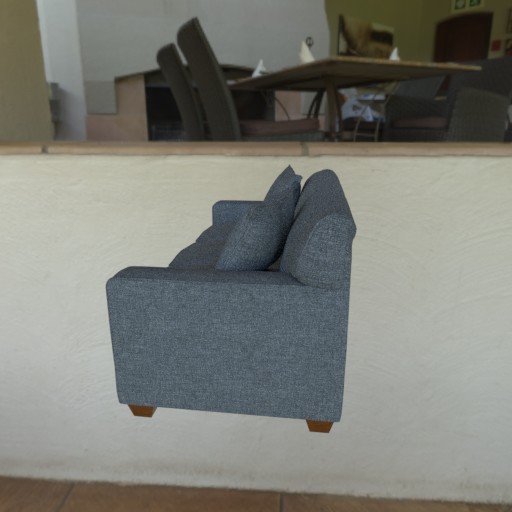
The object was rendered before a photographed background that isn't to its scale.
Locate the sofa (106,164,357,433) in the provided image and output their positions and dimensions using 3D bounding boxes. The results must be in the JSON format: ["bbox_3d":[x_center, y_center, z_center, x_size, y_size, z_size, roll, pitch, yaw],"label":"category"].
[{"bbox_3d":[0.000,0.000,2.667,0.997,0.958,2.024,2,16,8],"label":"sofa"}]
